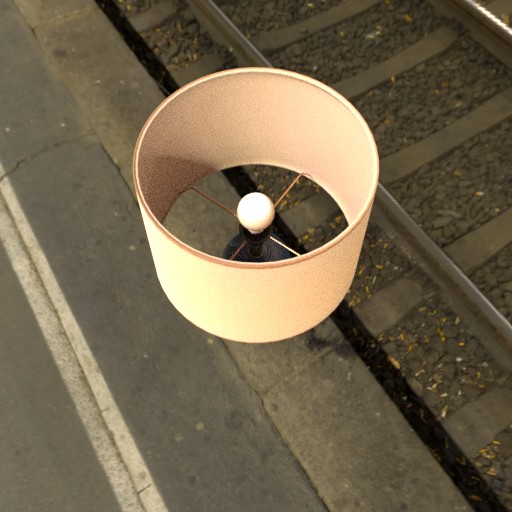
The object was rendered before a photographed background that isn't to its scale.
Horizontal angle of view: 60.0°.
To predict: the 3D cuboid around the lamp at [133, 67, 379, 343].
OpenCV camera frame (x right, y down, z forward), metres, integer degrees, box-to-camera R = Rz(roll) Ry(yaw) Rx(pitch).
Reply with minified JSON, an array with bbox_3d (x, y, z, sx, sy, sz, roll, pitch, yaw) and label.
[{"bbox_3d":[0.000,0.000,0.852,0.367,0.609,0.367,0,64,0],"label":"lamp"}]
